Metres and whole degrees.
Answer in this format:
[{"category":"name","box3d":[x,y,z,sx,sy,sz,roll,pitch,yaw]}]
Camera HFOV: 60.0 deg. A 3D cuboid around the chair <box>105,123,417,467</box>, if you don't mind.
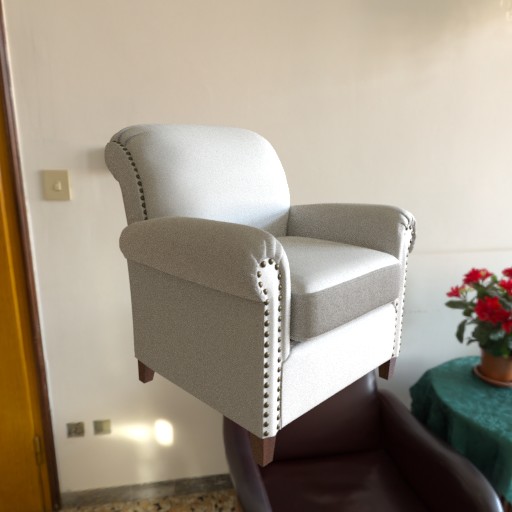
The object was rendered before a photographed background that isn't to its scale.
[{"category":"chair","box3d":[0.000,0.000,1.587,0.854,0.927,0.890,-13,18,-43]}]
